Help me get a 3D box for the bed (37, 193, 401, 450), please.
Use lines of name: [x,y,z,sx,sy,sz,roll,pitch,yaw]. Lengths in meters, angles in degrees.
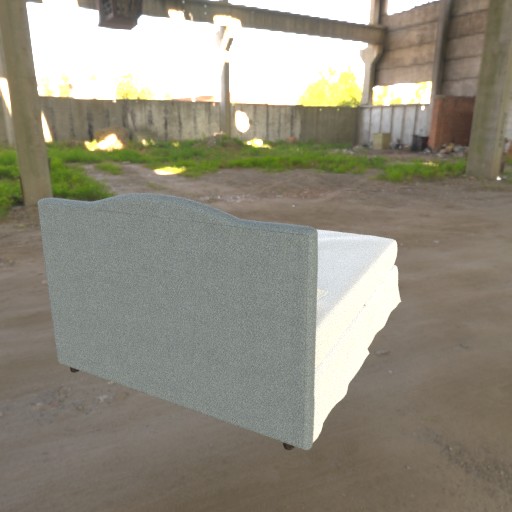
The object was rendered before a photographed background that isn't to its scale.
bed: [0.000,0.000,3.947,2.161,1.457,2.689,9,19,27]
